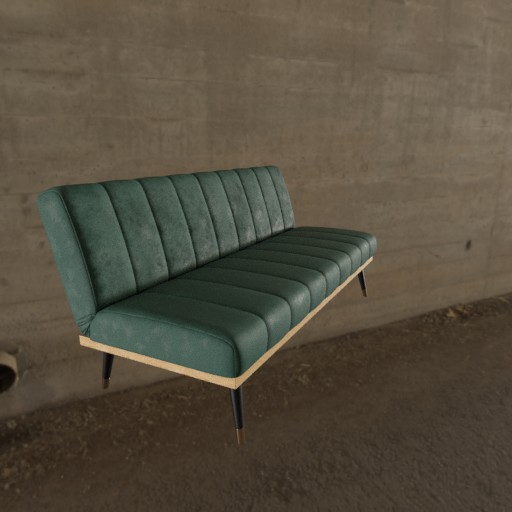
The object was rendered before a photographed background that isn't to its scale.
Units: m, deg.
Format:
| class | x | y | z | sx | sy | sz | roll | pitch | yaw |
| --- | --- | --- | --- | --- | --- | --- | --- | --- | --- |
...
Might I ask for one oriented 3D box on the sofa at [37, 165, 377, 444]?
| class | x | y | z | sx | sy | sz | roll | pitch | yaw |
| --- | --- | --- | --- | --- | --- | --- | --- | --- | --- |
| sofa | 0.000 | 0.000 | 2.246 | 0.830 | 0.820 | 1.810 | 7 | 16 | 27 |
